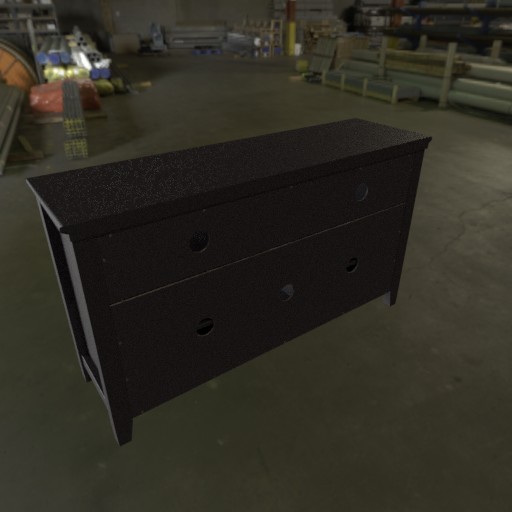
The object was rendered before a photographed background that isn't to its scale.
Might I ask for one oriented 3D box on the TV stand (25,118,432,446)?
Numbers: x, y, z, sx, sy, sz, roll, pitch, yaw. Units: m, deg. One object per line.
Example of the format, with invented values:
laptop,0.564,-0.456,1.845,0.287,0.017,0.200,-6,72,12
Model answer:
TV stand,0.000,0.000,1.463,1.198,0.681,0.347,-19,35,-30
